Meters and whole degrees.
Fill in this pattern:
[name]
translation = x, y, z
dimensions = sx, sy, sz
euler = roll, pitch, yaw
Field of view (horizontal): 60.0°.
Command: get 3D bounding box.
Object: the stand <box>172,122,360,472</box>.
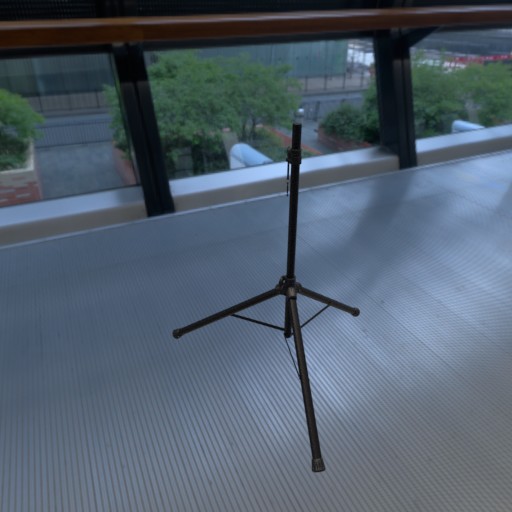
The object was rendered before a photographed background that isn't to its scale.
[stand]
translation = 0.000, 0.000, 1.892
dimensions = 0.907, 1.136, 1.045
euler = 10, 31, 17
